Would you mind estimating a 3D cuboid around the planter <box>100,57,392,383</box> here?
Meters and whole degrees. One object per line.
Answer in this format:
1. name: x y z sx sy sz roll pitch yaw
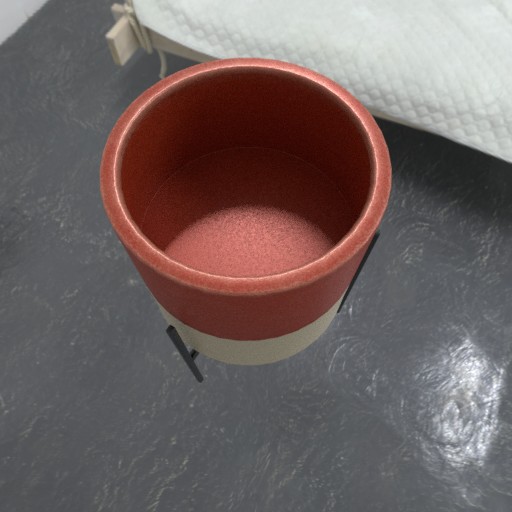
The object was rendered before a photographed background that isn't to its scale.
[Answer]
1. planter: 0.000 0.000 0.512 0.251 0.354 0.235 3 64 2
